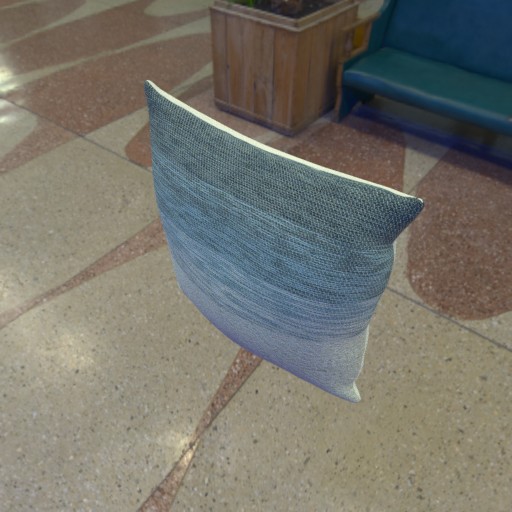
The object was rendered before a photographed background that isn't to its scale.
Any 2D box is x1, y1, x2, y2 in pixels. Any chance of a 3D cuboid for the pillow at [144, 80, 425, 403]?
[{"bbox_3d":[0.000,0.000,0.690,0.440,0.441,0.182,31,52,27],"label":"pillow"}]
